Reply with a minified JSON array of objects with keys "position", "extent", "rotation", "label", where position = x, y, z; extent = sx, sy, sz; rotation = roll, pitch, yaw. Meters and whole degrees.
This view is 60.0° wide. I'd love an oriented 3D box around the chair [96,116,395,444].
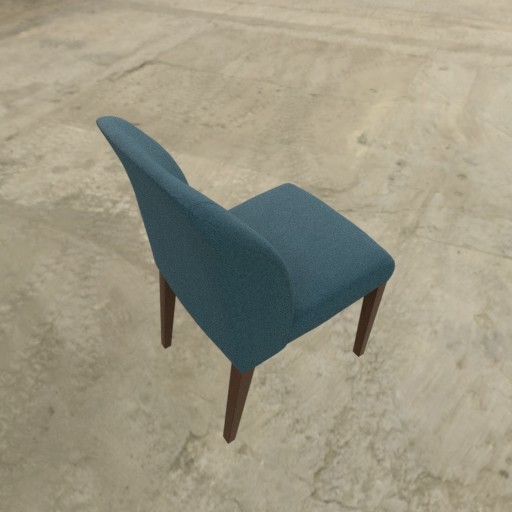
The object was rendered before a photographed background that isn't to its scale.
[{"position":[0.000,0.000,1.215],"extent":[0.620,0.879,0.507],"rotation":[-25,48,-25],"label":"chair"}]
